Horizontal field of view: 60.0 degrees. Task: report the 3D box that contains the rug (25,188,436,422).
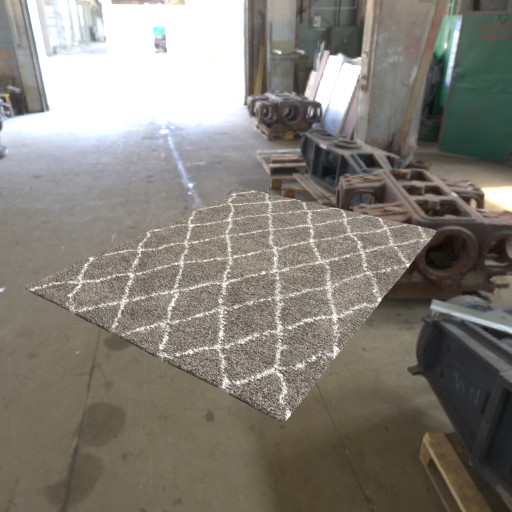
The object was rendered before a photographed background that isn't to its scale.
[{"bbox_3d":[0.000,0.000,4.061,2.438,0.029,3.047,17,31,30],"label":"rug"}]
